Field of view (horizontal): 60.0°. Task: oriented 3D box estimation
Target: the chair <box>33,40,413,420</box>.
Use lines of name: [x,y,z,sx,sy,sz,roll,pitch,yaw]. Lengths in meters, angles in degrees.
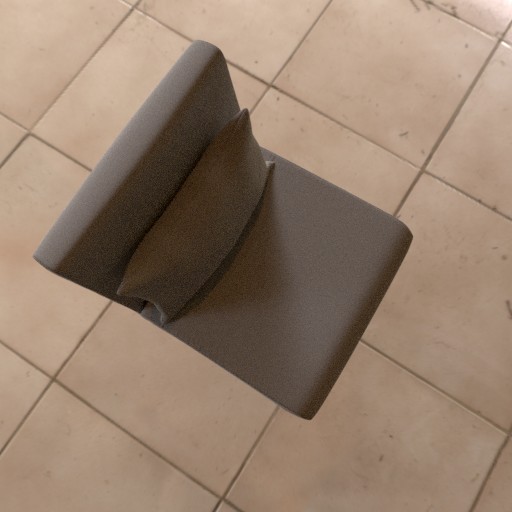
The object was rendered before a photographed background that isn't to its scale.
chair: [0.000,0.000,1.512,0.902,0.808,0.770,31,79,7]
